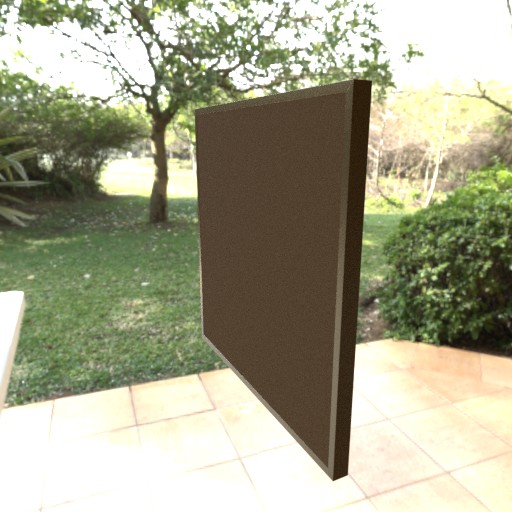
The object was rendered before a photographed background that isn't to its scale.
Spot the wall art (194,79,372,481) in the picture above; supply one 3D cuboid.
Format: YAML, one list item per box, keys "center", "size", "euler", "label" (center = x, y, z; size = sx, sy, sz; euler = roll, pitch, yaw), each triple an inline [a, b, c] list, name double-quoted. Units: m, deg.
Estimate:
- center: [0.000, 0.000, 1.138]
  size: [0.038, 0.762, 0.762]
  euler: [-7, 16, -26]
  label: "wall art"
